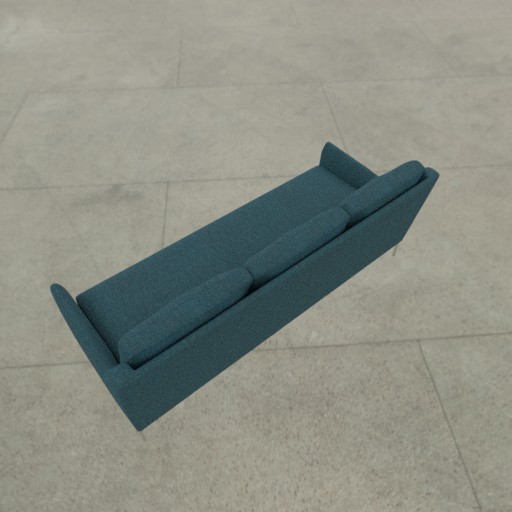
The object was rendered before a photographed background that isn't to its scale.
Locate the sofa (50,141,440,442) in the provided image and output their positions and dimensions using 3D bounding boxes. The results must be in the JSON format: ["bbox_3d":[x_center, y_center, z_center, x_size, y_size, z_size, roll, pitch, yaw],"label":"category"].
[{"bbox_3d":[0.000,0.000,2.543,2.060,0.837,0.849,-32,55,-26],"label":"sofa"}]
